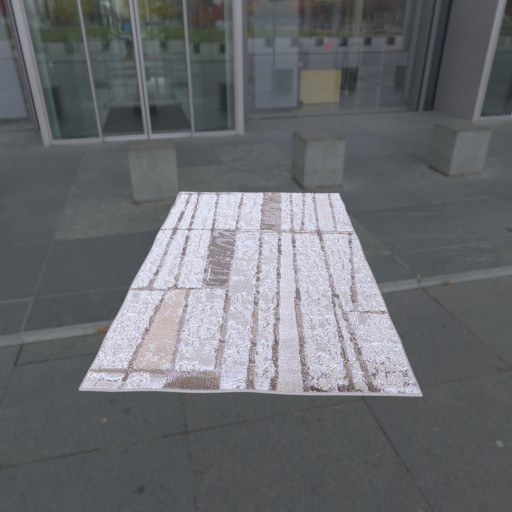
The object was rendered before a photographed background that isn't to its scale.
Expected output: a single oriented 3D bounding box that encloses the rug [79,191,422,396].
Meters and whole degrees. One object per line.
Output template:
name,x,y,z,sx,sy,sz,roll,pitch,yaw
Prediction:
rug,0.000,0.000,1.041,0.515,0.007,0.867,1,28,1
